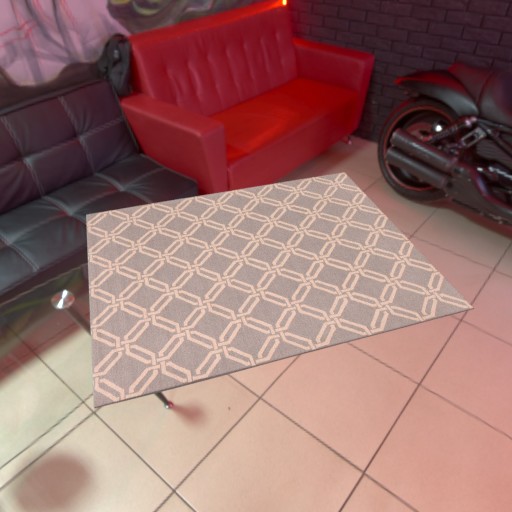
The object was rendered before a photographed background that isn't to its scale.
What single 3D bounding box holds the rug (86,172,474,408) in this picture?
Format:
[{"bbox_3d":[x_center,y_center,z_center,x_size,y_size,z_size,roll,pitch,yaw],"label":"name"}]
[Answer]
[{"bbox_3d":[0.000,0.000,4.002,2.895,0.018,2.288,-11,41,-13],"label":"rug"}]
